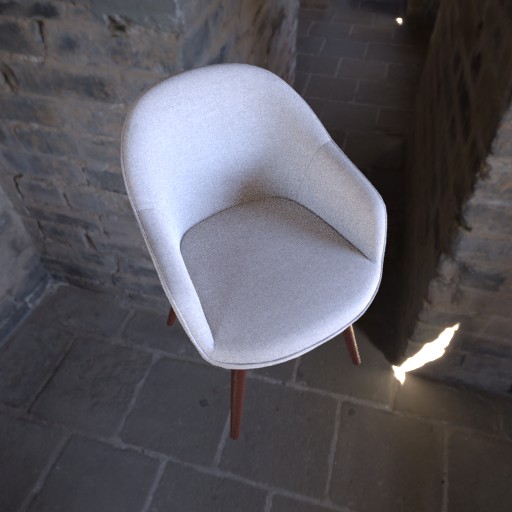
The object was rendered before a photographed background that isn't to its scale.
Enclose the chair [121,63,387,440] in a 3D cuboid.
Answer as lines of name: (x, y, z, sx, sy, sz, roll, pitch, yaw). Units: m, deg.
chair: (0.000, 0.000, 1.238, 0.596, 0.823, 0.635, -24, 52, -21)
